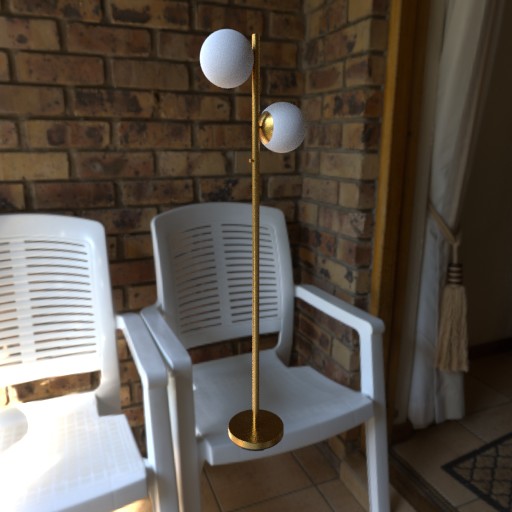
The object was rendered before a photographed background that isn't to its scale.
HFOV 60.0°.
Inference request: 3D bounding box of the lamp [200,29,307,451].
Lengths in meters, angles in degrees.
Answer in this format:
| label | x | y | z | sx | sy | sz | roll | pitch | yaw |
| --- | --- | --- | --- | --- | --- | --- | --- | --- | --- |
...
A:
| label | x | y | z | sx | sy | sz | roll | pitch | yaw |
| --- | --- | --- | --- | --- | --- | --- | --- | --- | --- |
| lamp | 0.000 | 0.000 | 1.788 | 0.419 | 1.641 | 0.249 | -8 | 16 | -27 |
